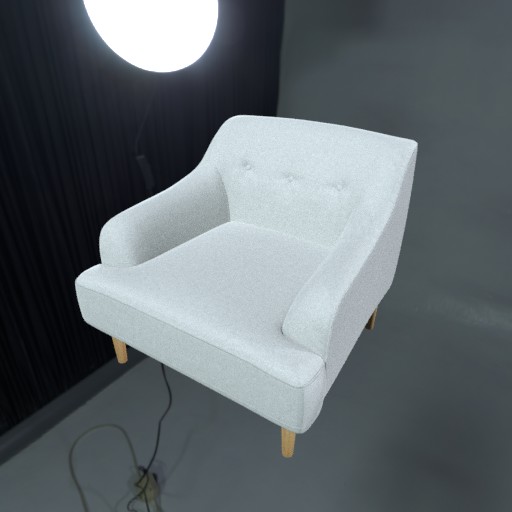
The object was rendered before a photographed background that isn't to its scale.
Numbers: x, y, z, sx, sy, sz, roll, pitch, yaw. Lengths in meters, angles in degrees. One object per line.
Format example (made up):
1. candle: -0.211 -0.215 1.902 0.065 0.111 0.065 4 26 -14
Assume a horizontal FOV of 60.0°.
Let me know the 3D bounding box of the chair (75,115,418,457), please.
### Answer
1. chair: 0.000 0.000 1.645 0.946 0.818 0.951 18 34 29
